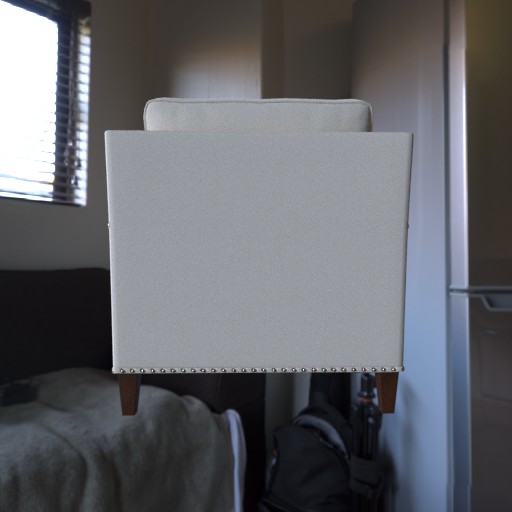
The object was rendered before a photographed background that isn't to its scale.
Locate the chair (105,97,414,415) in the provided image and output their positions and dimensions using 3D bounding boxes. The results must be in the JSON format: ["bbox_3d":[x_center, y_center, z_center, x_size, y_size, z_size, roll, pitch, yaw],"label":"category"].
[{"bbox_3d":[0.000,0.000,1.697,0.853,0.943,1.014,0,-1,-1],"label":"chair"}]
